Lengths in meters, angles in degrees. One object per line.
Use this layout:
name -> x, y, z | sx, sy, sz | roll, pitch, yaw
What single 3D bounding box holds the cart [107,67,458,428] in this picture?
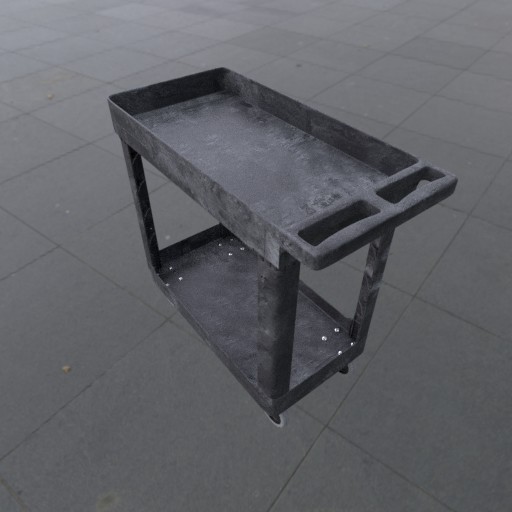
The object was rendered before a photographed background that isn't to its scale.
cart -> 0.000, 0.000, 1.364 | 0.420, 0.824, 0.877 | -27, 48, -27
